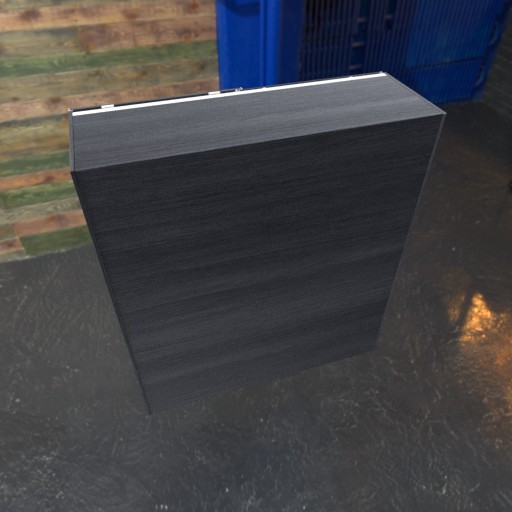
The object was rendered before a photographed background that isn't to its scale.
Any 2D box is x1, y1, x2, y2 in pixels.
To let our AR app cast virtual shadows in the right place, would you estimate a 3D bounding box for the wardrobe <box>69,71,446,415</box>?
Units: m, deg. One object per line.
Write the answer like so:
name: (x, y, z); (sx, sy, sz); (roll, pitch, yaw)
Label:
wardrobe: (0.000, 0.000, 2.864); (1.780, 1.960, 0.629); (-12, 43, -13)
